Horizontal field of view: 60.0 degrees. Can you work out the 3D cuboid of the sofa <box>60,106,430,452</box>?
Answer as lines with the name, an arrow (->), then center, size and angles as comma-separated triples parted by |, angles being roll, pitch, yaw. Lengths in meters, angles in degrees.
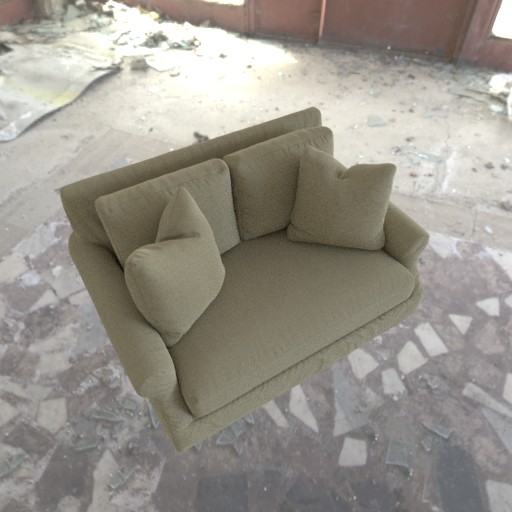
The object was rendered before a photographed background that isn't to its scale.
sofa -> 0.000, 0.000, 2.182 | 1.550, 0.905, 1.070 | -24, 51, -22
